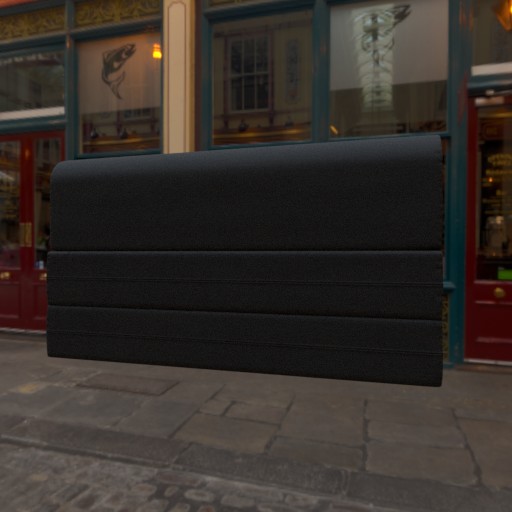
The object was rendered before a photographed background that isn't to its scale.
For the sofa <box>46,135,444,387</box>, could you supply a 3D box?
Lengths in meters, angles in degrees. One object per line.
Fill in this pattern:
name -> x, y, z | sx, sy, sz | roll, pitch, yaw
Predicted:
sofa -> 0.000, 0.000, 1.655 | 1.225, 0.670, 0.762 | 0, 0, 16
